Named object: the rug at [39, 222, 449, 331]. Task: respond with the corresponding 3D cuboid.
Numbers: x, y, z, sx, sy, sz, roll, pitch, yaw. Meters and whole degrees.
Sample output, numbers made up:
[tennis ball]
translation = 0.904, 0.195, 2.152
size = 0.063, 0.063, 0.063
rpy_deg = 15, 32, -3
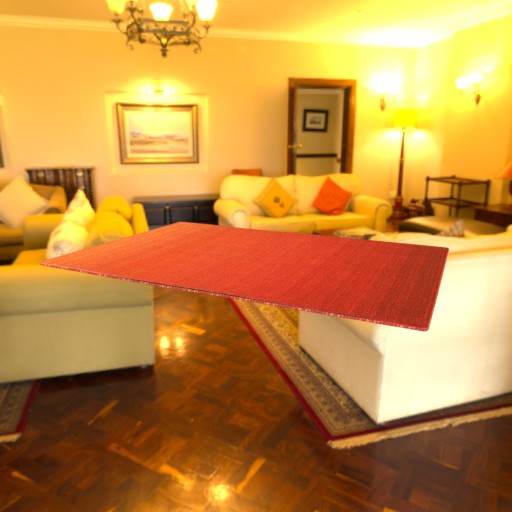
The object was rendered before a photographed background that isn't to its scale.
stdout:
[rug]
translation = 0.000, 0.000, 2.356
size = 1.835, 0.018, 1.230
rpy_deg = 7, 17, 25
